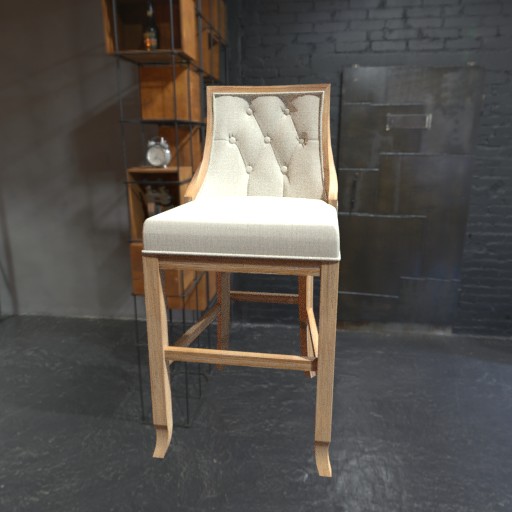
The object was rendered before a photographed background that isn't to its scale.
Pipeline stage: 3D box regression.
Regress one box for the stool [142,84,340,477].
[{"bbox_3d":[0.000,0.000,1.438,0.524,1.101,0.626,2,15,9],"label":"stool"}]
